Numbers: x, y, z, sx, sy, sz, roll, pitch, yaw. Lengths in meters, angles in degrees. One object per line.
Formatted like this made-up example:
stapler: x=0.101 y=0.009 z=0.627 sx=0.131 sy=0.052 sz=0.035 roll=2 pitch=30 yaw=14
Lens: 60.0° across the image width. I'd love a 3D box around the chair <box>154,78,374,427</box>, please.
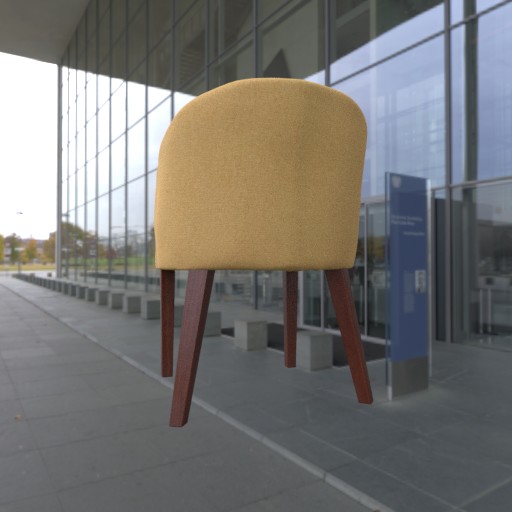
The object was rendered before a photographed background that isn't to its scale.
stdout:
chair: x=0.000 y=0.000 z=1.310 sx=0.583 sy=0.811 sz=0.655 roll=0 pitch=-1 yaw=-18
